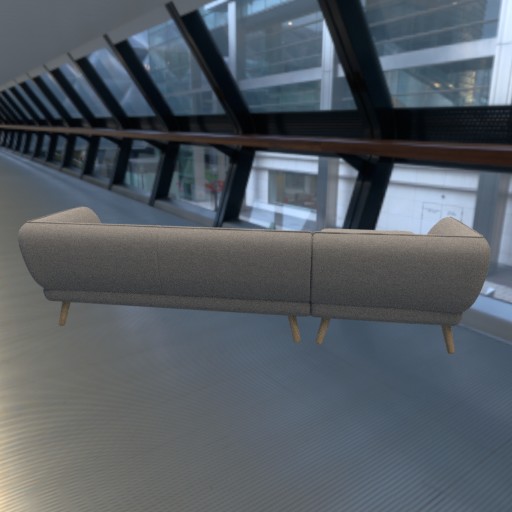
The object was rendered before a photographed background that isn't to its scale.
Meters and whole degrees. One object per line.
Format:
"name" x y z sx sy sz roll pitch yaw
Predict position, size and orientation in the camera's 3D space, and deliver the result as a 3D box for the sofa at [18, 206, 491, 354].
"sofa" 0.000 0.000 3.209 2.653 0.693 1.532 2 16 9
